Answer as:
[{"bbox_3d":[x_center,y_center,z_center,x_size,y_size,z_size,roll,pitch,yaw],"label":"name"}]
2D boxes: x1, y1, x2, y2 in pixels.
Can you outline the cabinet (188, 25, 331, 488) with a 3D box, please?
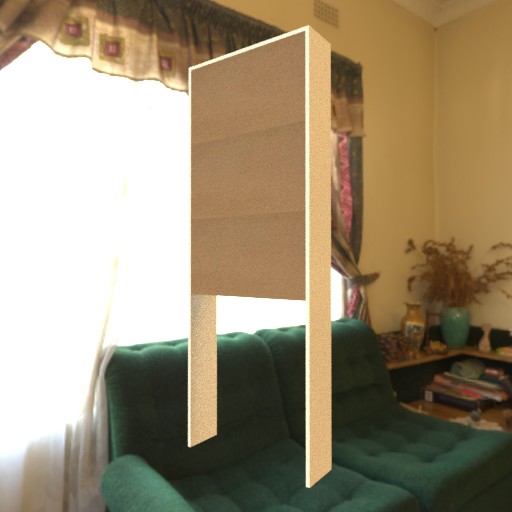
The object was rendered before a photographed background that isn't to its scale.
[{"bbox_3d":[0.000,0.000,1.961,0.643,1.770,0.192,0,-1,36],"label":"cabinet"}]
